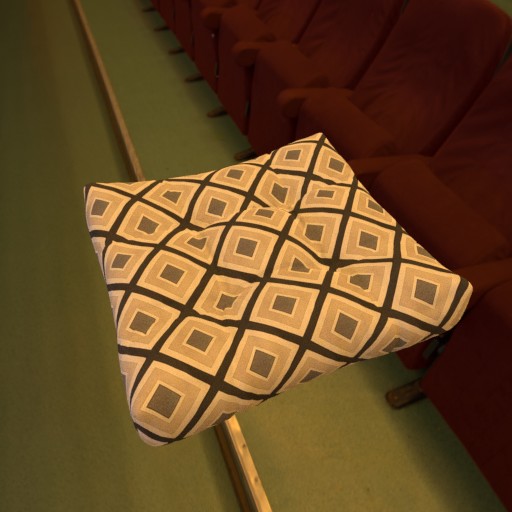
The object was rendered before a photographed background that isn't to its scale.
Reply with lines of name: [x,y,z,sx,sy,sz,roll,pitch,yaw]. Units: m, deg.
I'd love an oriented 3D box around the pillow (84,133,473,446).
pillow: [0.000,0.000,0.727,0.490,0.128,0.468,-17,49,-15]
